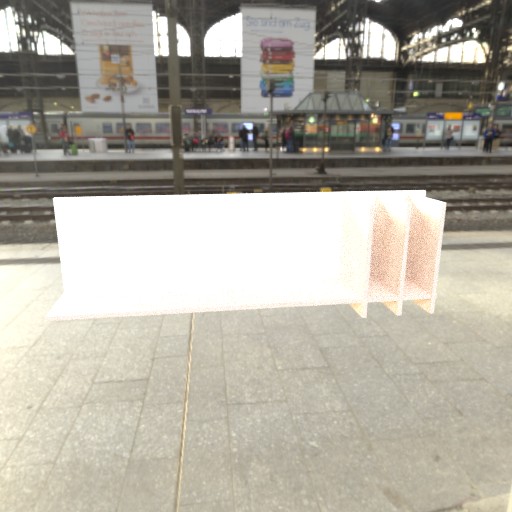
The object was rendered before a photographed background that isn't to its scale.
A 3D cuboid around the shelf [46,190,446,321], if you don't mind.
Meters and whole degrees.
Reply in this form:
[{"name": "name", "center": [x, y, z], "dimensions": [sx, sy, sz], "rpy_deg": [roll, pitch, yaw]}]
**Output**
[{"name": "shelf", "center": [0.000, 0.000, 1.160], "dimensions": [1.020, 0.300, 0.200], "rpy_deg": [-2, 16, -8]}]
